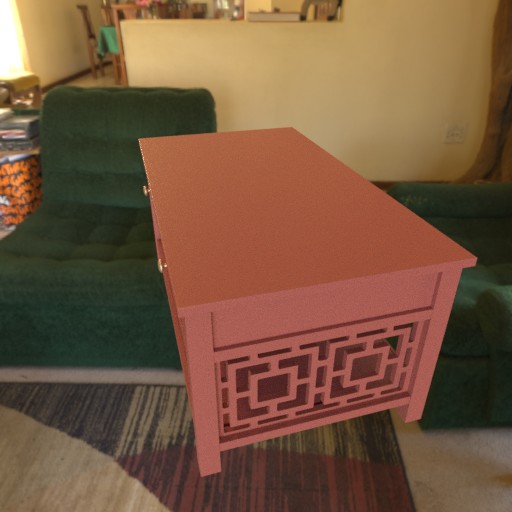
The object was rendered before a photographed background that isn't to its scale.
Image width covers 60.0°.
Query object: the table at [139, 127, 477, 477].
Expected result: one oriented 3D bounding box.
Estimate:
[{"bbox_3d":[0.000,0.000,1.379,0.612,0.493,1.068,-8,31,-14],"label":"table"}]
